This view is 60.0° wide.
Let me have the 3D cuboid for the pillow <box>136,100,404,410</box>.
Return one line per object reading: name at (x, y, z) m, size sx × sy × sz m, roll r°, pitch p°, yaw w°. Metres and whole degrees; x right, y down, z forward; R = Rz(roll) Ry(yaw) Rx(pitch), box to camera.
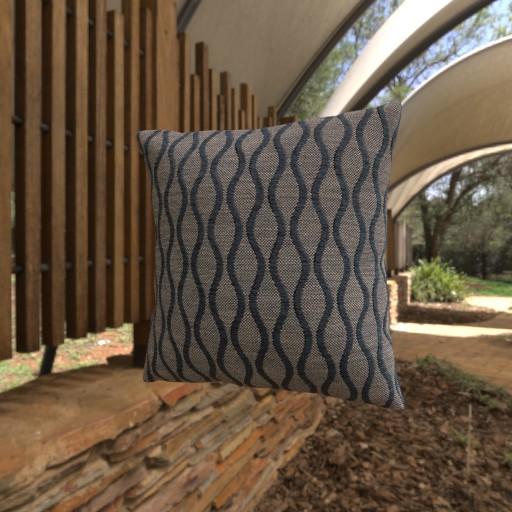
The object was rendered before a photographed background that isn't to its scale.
pillow at (0.000, 0.000, 0.684) m, size 0.435 × 0.435 × 0.159 m, roll 0°, pitch 1°, yaw 19°
